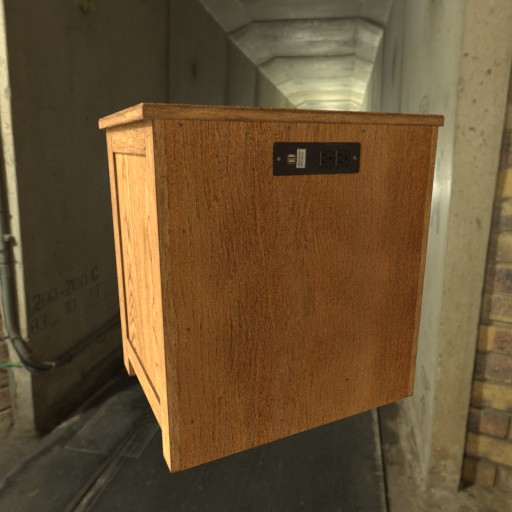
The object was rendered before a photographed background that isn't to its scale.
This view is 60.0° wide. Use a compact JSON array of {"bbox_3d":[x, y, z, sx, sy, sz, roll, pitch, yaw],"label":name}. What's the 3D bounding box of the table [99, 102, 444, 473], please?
[{"bbox_3d":[0.000,0.000,1.045,0.601,0.625,0.494,-7,16,-25],"label":"table"}]
